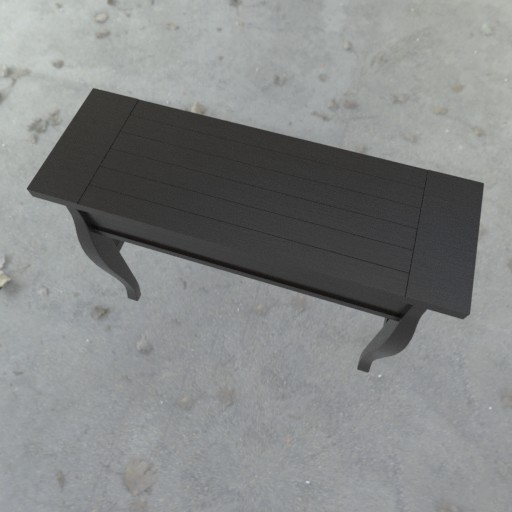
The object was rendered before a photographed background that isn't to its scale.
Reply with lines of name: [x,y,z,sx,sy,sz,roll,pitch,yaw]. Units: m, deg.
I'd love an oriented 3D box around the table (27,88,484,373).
table: [0.000,0.000,1.428,1.062,0.768,0.373,16,65,8]
